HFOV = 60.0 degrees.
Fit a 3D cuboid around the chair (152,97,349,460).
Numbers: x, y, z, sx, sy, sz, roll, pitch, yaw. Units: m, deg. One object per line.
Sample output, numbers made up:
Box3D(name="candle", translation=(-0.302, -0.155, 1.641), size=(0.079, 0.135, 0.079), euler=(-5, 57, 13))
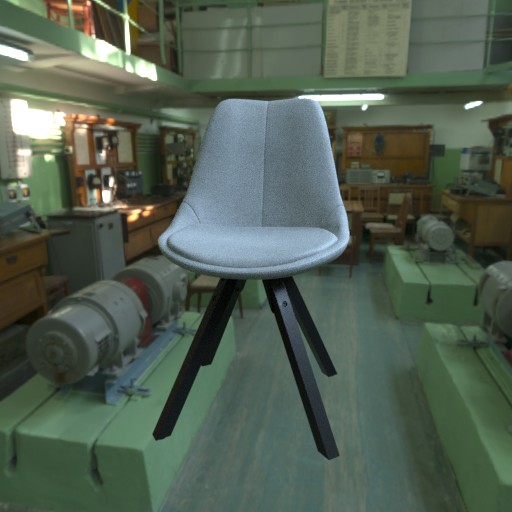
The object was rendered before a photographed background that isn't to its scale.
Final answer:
Box3D(name="chair", translation=(0.000, 0.000, 1.191), size=(0.485, 0.850, 0.550), euler=(2, 14, 9))
